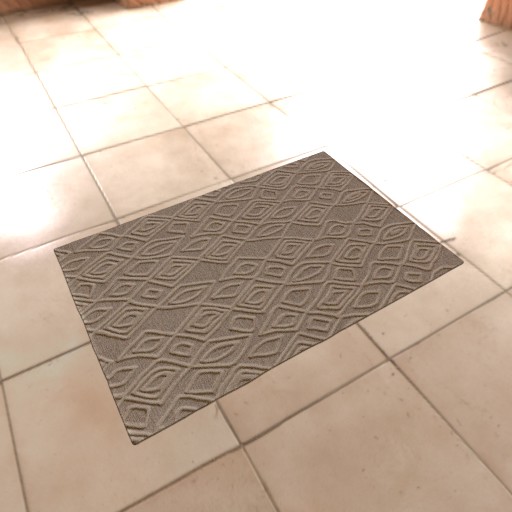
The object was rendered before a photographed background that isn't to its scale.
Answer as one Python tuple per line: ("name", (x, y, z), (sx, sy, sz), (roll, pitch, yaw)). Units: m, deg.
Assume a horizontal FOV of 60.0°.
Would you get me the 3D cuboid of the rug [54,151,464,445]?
("rug", (0.000, 0.000, 2.365), (1.832, 0.016, 1.224), (-24, 51, -21))
